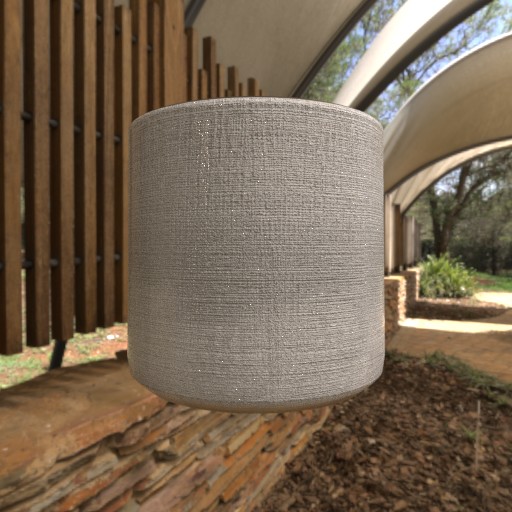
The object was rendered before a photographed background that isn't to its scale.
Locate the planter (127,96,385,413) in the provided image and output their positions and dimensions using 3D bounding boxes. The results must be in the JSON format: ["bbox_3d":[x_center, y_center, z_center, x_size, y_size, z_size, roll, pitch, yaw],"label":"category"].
[{"bbox_3d":[0.000,0.000,0.286,0.160,0.156,0.160,0,1,0],"label":"planter"}]
